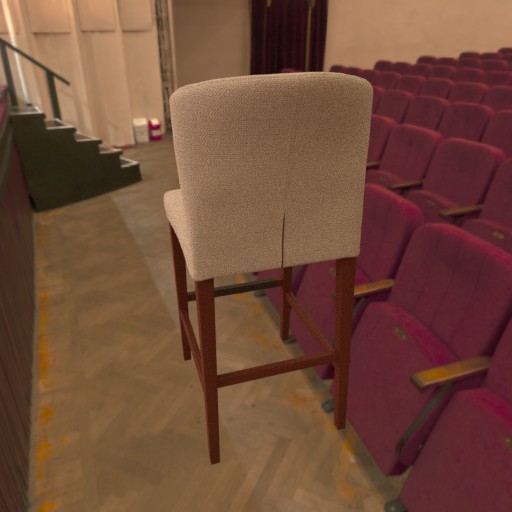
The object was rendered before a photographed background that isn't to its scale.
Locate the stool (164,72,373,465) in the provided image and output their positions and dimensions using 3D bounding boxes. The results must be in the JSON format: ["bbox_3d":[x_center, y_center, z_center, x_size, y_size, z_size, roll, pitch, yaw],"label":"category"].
[{"bbox_3d":[0.000,0.000,1.345,0.481,1.069,0.568,-8,28,-16],"label":"stool"}]
